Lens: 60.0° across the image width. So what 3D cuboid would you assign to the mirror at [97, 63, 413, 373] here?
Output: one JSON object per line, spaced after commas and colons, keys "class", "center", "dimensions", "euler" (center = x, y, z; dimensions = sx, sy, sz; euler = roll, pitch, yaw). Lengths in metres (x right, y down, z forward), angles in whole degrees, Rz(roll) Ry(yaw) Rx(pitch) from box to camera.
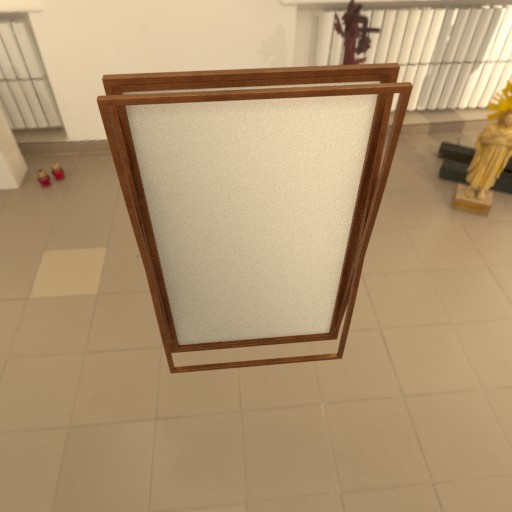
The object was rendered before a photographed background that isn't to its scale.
{"class": "mirror", "center": [0.000, 0.000, 0.948], "dimensions": [0.468, 0.768, 0.082], "euler": [-4, 46, -4]}
